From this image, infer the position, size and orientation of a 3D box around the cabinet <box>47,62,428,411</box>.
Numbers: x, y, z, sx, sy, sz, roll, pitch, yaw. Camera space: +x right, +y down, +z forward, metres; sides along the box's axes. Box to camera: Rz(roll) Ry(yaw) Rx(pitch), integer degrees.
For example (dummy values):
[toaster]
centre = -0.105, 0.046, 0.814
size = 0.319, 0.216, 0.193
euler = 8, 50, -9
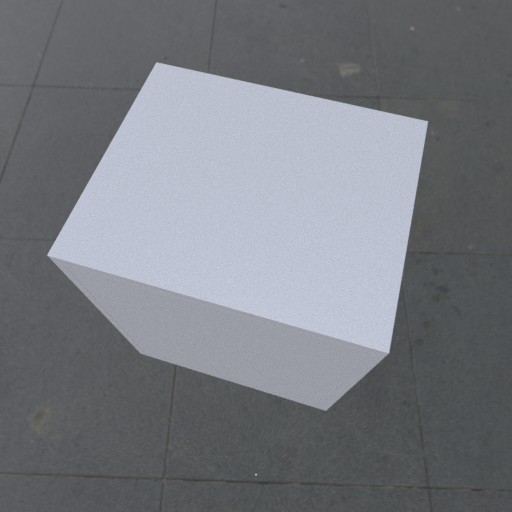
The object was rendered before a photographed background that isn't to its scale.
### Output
[cabinet]
centre = 0.000, 0.000, 0.778
size = 0.400, 0.470, 0.360
euler = 15, 65, 7
